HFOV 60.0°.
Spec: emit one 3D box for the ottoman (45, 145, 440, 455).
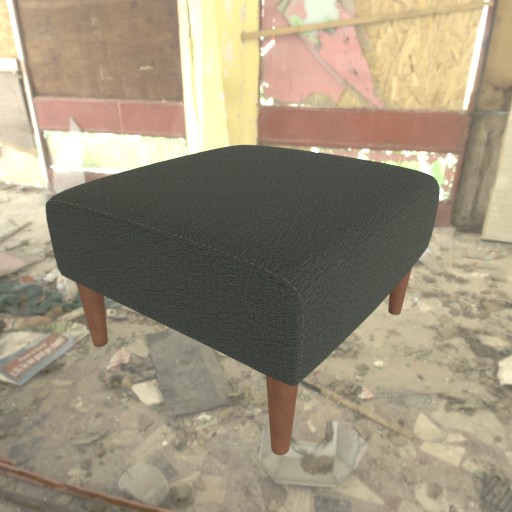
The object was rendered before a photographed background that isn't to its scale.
[{"bbox_3d":[0.000,0.000,1.039,0.649,0.398,0.650,18,31,32],"label":"ottoman"}]
